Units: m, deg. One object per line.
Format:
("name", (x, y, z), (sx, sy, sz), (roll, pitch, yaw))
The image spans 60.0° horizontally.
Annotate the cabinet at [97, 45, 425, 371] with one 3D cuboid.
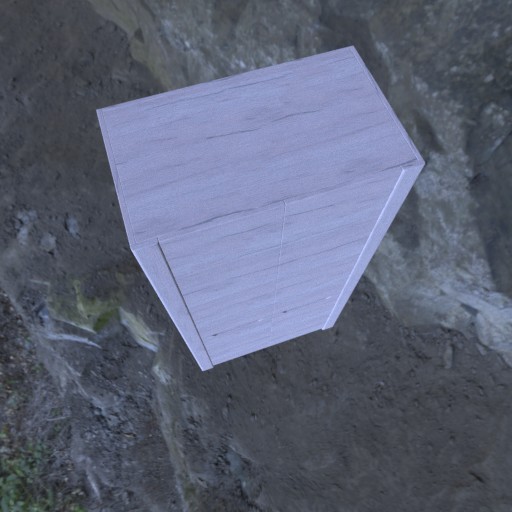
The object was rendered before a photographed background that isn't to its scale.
("cabinet", (0.000, 0.000, 2.372), (0.980, 1.930, 0.580), (-17, 66, -8))
